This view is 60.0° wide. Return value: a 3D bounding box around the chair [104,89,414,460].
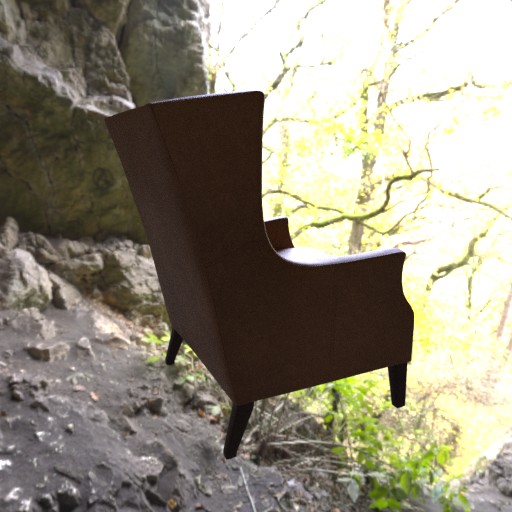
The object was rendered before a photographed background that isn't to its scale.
[{"bbox_3d":[0.000,0.000,1.658,0.913,1.088,0.815,-7,16,-26],"label":"chair"}]
